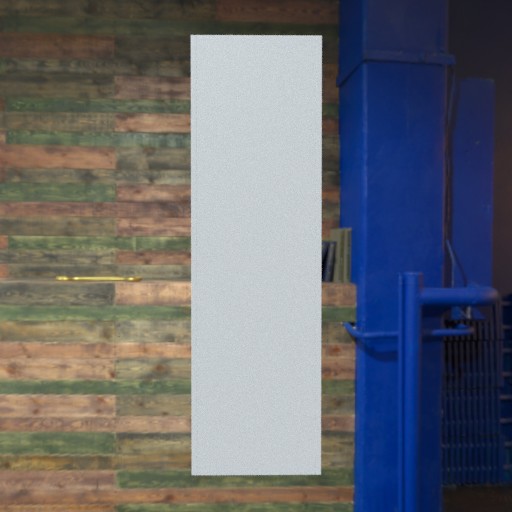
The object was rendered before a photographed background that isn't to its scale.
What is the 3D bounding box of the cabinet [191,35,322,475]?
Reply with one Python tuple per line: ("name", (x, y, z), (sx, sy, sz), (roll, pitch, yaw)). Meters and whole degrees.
("cabinet", (0.000, 0.000, 1.510), (0.400, 1.350, 0.300), (0, 1, -1))
